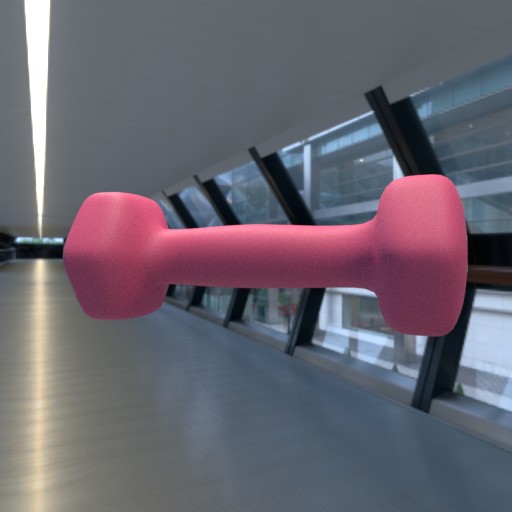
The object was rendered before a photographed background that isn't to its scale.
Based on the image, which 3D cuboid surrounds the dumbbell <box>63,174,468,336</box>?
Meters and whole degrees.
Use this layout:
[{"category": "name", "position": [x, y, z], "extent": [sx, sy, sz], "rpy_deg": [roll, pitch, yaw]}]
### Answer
[{"category": "dumbbell", "position": [0.000, 0.000, 0.171], "extent": [0.146, 0.053, 0.058], "rpy_deg": [0, 0, 18]}]
